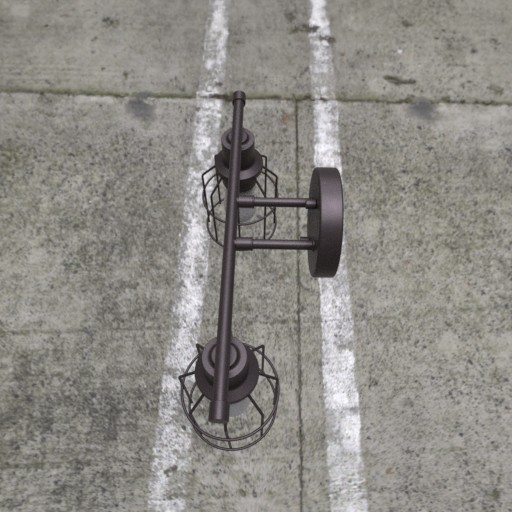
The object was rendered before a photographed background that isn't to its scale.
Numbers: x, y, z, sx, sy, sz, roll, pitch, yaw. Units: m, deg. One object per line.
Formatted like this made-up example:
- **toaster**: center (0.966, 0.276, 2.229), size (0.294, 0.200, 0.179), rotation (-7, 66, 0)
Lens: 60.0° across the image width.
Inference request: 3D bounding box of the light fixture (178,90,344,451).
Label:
- **light fixture**: center (0.000, 0.000, 0.530), size (0.165, 0.254, 0.406), rotation (1, 58, 1)
